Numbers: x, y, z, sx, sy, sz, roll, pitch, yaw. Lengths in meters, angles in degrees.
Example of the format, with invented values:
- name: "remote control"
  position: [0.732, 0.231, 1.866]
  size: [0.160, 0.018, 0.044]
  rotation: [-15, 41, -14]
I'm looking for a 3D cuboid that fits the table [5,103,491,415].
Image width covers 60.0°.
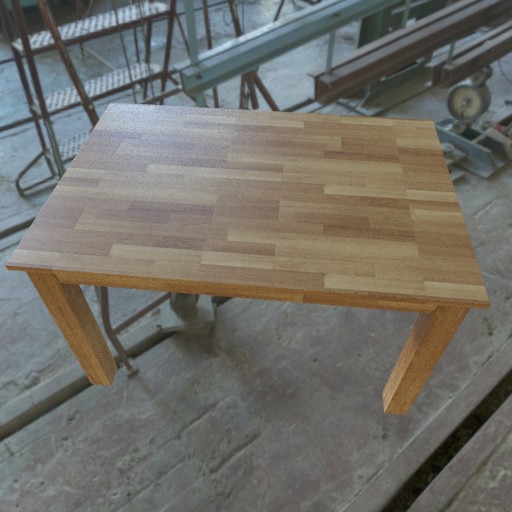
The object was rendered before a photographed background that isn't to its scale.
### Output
- name: "table"
  position: [0.000, 0.000, 1.757]
  size: [1.300, 0.750, 0.900]
  rotation: [4, 48, 4]
